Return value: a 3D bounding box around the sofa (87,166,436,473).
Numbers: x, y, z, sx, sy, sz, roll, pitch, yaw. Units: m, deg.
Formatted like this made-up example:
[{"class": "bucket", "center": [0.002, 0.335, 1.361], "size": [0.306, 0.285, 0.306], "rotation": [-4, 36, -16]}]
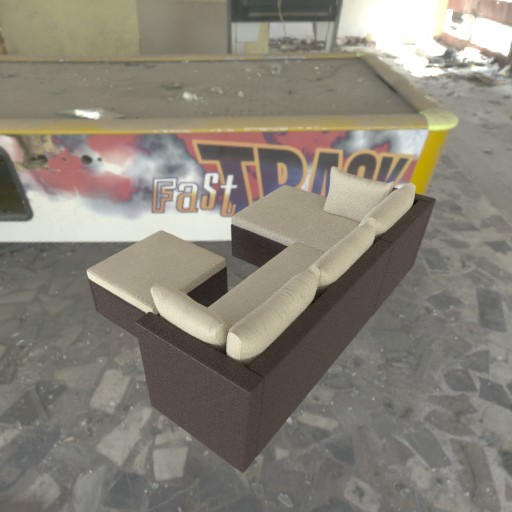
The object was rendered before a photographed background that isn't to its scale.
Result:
[{"class": "sofa", "center": [0.000, 0.000, 3.014], "size": [1.612, 0.766, 2.192], "rotation": [23, 40, 30]}]
